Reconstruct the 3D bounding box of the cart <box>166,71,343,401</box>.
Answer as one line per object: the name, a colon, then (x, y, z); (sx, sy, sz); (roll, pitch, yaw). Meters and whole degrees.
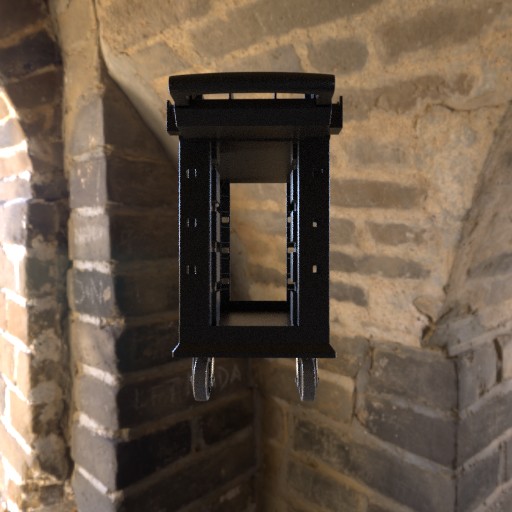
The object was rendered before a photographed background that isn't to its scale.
cart: (0.000, 0.000, 1.545); (0.497, 0.884, 1.061); (0, 0, 1)
